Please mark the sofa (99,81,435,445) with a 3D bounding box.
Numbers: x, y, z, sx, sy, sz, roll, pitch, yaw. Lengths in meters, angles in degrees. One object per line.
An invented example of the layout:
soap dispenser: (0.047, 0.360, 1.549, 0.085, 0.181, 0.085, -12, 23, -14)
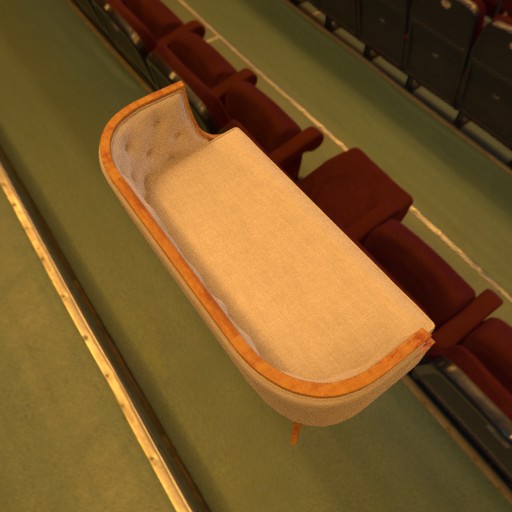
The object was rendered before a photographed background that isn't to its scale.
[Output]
sofa: (0.000, 0.000, 1.914, 0.770, 0.775, 1.474, -32, 64, -18)
